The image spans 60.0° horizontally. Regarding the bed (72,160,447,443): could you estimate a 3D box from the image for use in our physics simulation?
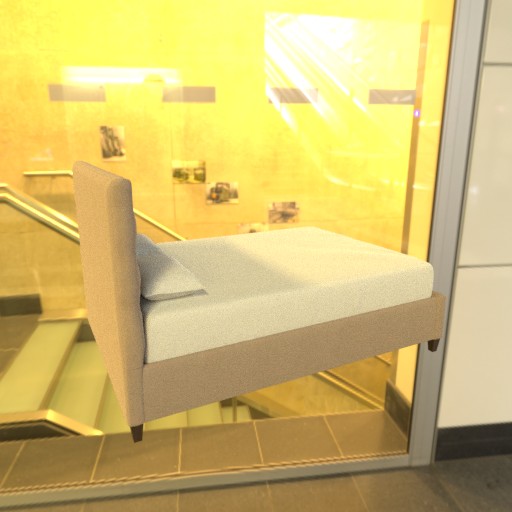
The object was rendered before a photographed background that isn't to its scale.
[{"bbox_3d":[0.000,0.000,3.442,2.387,1.427,1.698,-8,17,-26],"label":"bed"}]
